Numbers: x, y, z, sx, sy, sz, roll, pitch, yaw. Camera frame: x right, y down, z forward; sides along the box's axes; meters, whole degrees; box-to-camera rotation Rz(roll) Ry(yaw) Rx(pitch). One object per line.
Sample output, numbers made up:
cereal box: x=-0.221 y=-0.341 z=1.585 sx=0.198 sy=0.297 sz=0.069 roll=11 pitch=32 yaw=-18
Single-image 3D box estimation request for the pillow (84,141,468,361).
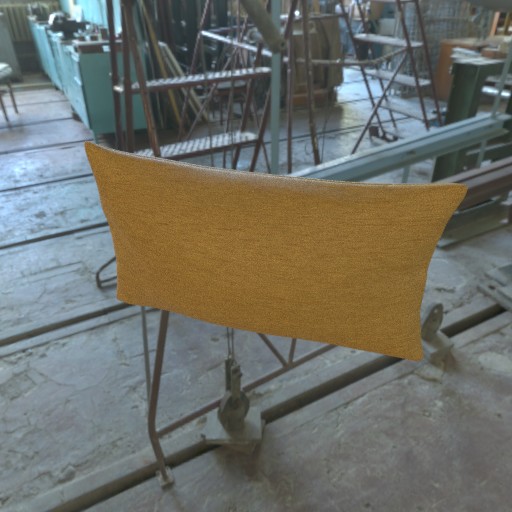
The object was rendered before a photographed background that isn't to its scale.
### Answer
pillow: x=0.000 y=0.000 z=0.789 sx=0.634 sy=0.354 sz=0.210 roll=9 pitch=34 yaw=14
